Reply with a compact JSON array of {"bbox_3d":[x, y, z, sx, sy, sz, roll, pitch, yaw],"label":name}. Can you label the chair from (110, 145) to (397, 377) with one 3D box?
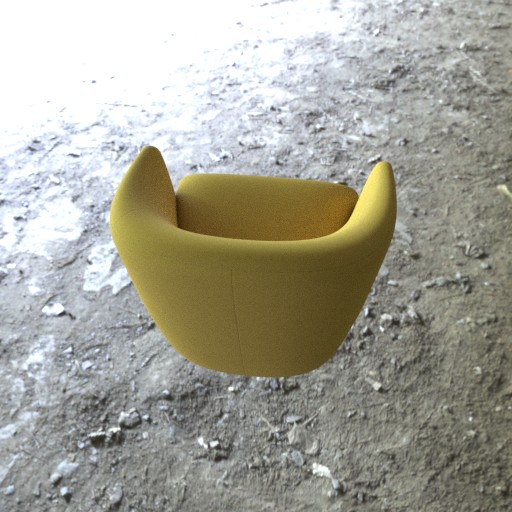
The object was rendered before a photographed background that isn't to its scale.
[{"bbox_3d":[0.000,0.000,1.376,0.773,0.698,0.767,5,45,5],"label":"chair"}]
